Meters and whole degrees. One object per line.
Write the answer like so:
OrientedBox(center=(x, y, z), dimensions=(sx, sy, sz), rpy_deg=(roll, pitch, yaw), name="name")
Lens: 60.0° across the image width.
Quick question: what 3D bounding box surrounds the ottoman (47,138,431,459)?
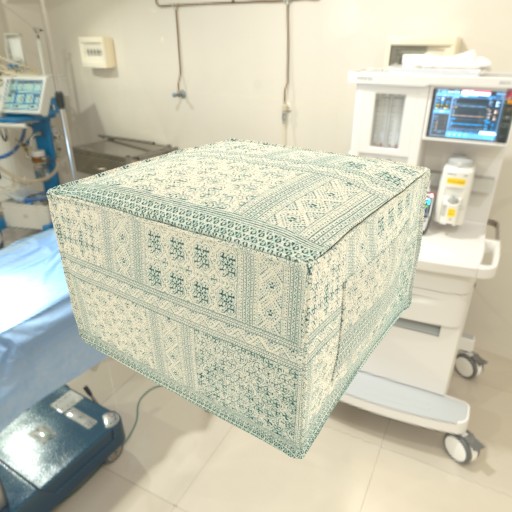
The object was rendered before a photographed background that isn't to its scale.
OrientedBox(center=(0.000, 0.000, 1.046), dimensions=(0.626, 0.439, 0.617), rpy_deg=(17, 31, 30), name="ottoman")
